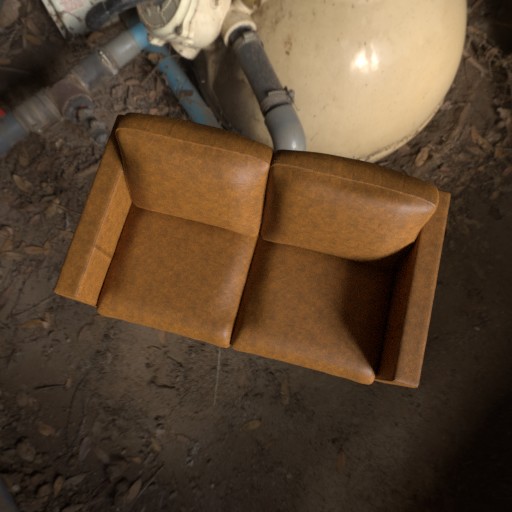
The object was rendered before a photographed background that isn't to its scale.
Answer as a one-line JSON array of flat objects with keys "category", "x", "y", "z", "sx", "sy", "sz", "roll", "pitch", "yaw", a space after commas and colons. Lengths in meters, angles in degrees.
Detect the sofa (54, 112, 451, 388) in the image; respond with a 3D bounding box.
[{"category": "sofa", "x": 0.000, "y": 0.000, "z": 2.133, "sx": 1.578, "sy": 0.951, "sz": 0.909, "roll": 14, "pitch": 77, "yaw": 3}]
